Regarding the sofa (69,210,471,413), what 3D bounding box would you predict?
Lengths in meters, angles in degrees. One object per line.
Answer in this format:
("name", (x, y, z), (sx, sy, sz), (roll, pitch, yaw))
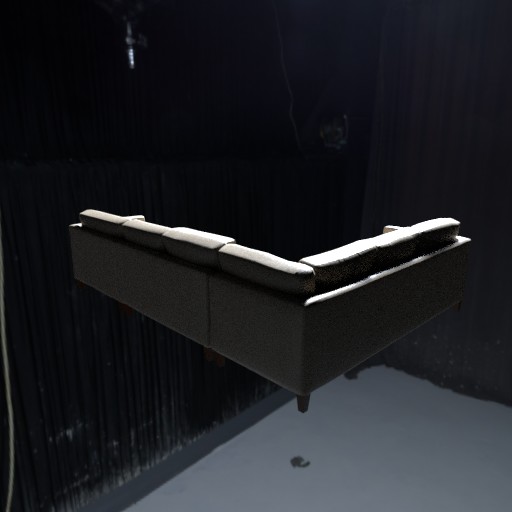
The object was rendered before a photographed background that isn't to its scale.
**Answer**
("sofa", (0.000, 0.000, 4.711), (2.594, 0.961, 3.460), (-14, 21, -43))
